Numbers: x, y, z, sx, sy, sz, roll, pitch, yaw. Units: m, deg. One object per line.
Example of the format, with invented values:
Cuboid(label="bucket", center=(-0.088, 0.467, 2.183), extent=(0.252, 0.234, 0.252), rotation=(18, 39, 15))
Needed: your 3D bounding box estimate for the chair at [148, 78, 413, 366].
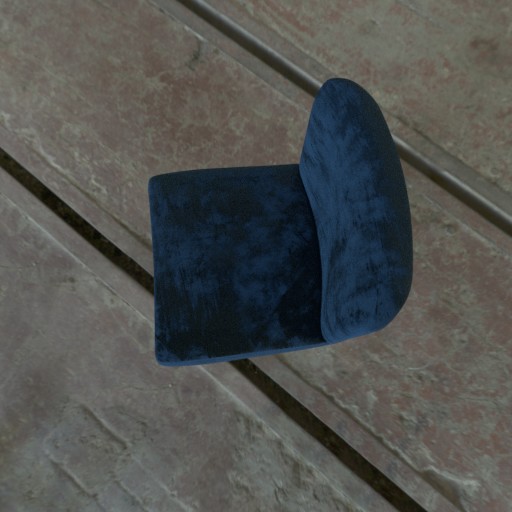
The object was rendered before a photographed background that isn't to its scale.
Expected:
Cuboid(label="chair", center=(0.000, 0.000, 1.177), extent=(0.560, 0.824, 0.530), rotation=(-6, 75, -1))
